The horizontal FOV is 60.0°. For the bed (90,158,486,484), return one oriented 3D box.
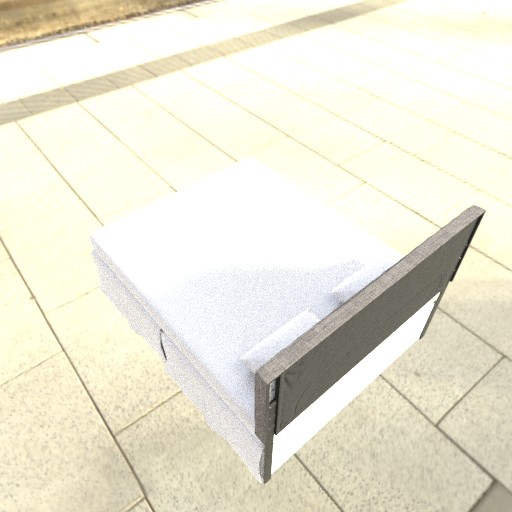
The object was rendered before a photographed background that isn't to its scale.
[{"bbox_3d":[0.000,0.000,2.950,1.621,1.168,1.958,-31,53,-27],"label":"bed"}]
